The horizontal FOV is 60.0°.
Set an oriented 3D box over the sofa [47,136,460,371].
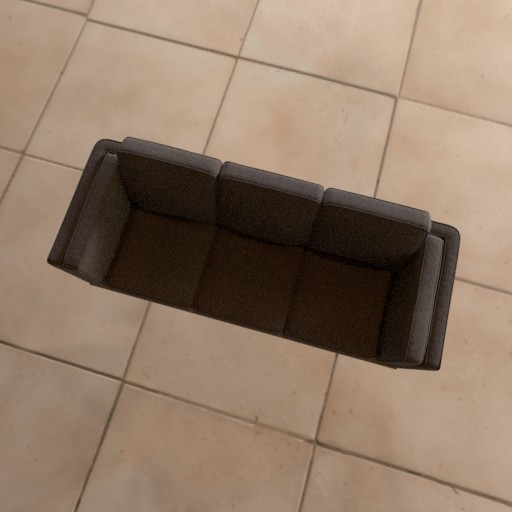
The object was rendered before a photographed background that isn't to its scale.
[{"bbox_3d":[0.000,0.000,2.865,2.362,0.899,0.903,15,76,4],"label":"sofa"}]
